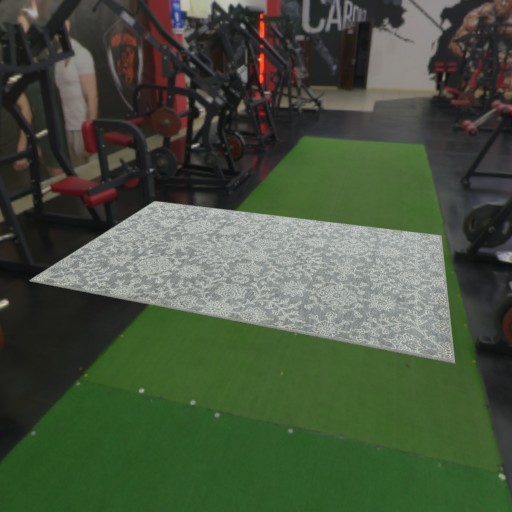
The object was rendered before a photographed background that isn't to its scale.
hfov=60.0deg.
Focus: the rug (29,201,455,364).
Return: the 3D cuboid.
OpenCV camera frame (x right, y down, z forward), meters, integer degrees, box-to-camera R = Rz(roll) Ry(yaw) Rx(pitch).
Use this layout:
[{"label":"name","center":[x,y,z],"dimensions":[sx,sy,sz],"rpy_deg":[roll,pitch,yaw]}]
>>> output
[{"label":"rug","center":[0.000,0.000,3.023],"dimensions":[2.430,0.010,1.515],"rpy_deg":[8,28,16]}]
